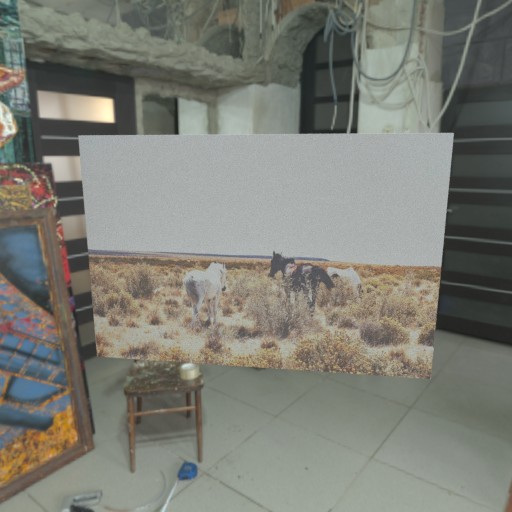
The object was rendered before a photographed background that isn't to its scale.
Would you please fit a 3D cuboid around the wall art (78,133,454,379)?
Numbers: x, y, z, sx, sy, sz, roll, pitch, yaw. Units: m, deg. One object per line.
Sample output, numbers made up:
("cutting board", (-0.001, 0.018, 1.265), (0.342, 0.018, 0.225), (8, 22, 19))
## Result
("wall art", (0.000, 0.000, 1.441), (1.138, 0.761, 0.051), (2, 13, 8))
